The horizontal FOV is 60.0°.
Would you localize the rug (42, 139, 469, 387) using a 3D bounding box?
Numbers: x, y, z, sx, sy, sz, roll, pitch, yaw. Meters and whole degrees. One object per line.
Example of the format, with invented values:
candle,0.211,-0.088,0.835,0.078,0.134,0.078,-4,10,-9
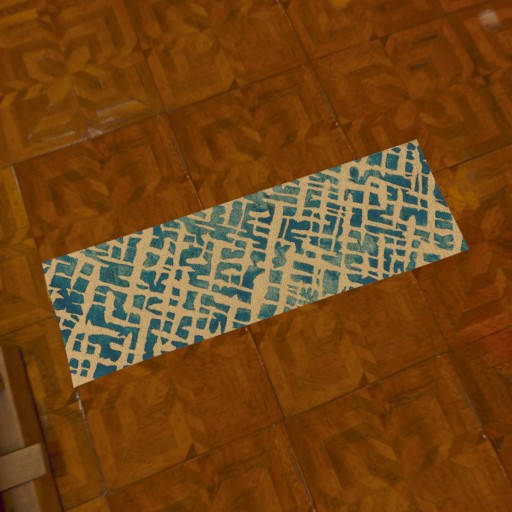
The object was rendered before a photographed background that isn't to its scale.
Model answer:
rug,0.000,0.000,2.659,2.446,0.011,0.768,-19,77,-4
